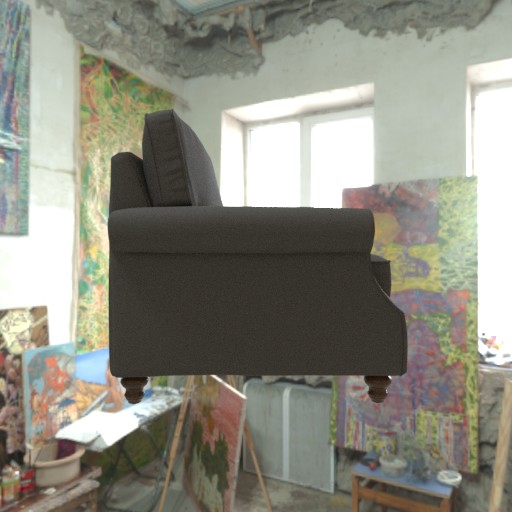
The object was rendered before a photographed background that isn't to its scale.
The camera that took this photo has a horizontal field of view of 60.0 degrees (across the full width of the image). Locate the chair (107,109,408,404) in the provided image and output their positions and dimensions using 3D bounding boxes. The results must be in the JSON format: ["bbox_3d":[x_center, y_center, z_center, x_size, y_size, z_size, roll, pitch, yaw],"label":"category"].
[{"bbox_3d":[0.000,0.000,1.821,0.966,0.967,1.029,0,0,-1],"label":"chair"}]
